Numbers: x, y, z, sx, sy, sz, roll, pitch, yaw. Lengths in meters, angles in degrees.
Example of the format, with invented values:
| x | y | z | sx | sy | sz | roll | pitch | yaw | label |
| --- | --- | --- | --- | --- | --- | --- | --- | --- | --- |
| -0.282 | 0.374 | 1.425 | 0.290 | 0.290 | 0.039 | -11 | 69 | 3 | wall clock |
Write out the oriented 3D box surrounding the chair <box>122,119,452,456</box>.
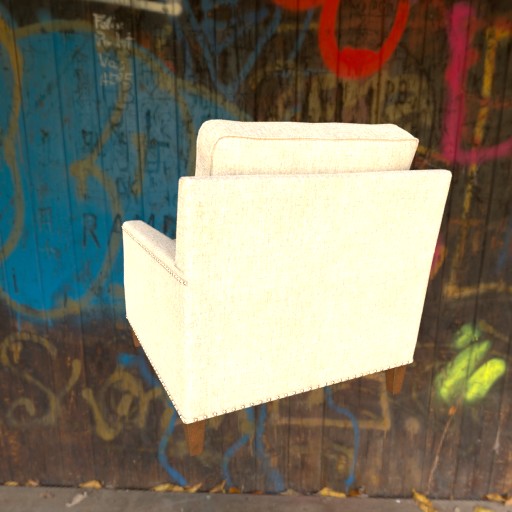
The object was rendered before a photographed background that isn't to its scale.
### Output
| x | y | z | sx | sy | sz | roll | pitch | yaw | label |
| --- | --- | --- | --- | --- | --- | --- | --- | --- | --- |
| 0.000 | 0.000 | 1.685 | 0.853 | 0.943 | 1.014 | -7 | 15 | -25 | chair |
